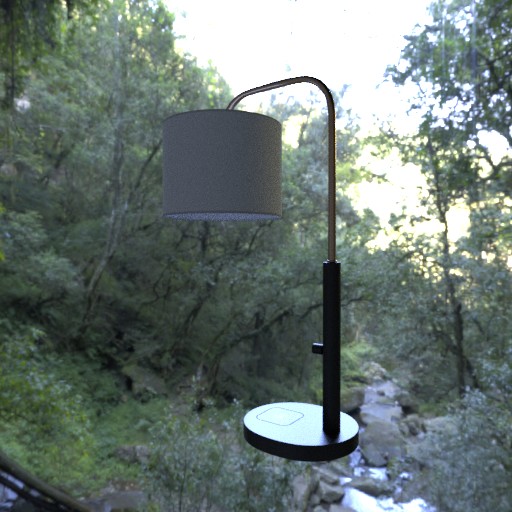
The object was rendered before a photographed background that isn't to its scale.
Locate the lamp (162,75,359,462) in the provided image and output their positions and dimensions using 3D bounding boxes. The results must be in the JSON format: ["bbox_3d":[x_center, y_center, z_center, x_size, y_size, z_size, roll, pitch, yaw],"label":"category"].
[{"bbox_3d":[0.000,0.000,0.711,0.337,0.540,0.199,1,1,36],"label":"lamp"}]
